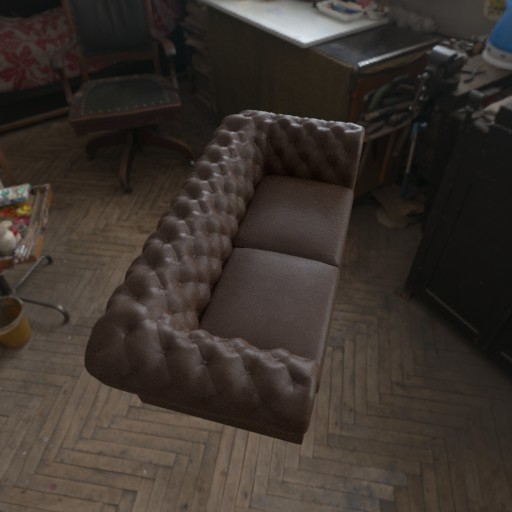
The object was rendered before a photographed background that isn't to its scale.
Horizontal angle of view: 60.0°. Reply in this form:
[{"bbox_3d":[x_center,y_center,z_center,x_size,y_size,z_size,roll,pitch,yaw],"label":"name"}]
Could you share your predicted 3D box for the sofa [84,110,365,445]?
[{"bbox_3d":[0.000,0.000,2.499,0.955,0.784,2.048,11,47,10],"label":"sofa"}]
